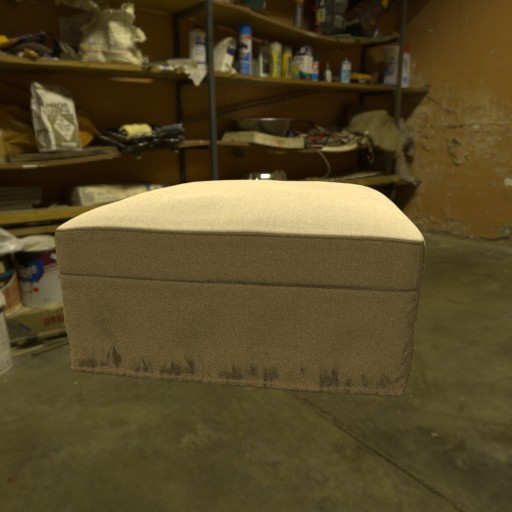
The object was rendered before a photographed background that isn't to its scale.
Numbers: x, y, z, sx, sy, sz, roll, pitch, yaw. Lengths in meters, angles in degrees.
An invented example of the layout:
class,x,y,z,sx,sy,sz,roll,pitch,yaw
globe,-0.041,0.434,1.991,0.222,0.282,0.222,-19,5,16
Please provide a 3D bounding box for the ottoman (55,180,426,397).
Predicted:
class,x,y,z,sx,sy,sz,roll,pitch,yaw
ottoman,0.000,0.000,1.380,0.843,0.436,0.840,2,15,8
